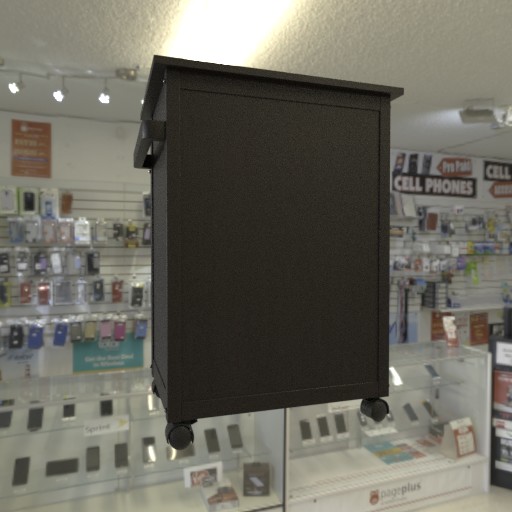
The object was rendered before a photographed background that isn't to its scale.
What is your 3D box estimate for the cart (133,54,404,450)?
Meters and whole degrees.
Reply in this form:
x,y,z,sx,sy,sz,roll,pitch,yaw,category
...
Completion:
x,y,z,sx,sy,sz,roll,pitch,yaw,category
0.000,0.000,1.274,0.660,0.879,0.456,0,1,-18,cart
